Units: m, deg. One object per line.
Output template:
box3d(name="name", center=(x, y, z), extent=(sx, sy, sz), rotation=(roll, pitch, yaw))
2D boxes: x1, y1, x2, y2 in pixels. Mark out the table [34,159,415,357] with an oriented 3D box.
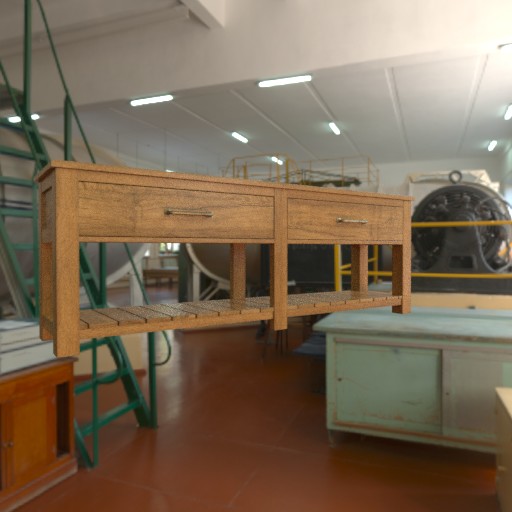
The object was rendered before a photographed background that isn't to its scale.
box3d(name="table", center=(0.000, 0.000, 2.072), extent=(1.815, 0.635, 0.425), rotation=(-1, 1, -34))
